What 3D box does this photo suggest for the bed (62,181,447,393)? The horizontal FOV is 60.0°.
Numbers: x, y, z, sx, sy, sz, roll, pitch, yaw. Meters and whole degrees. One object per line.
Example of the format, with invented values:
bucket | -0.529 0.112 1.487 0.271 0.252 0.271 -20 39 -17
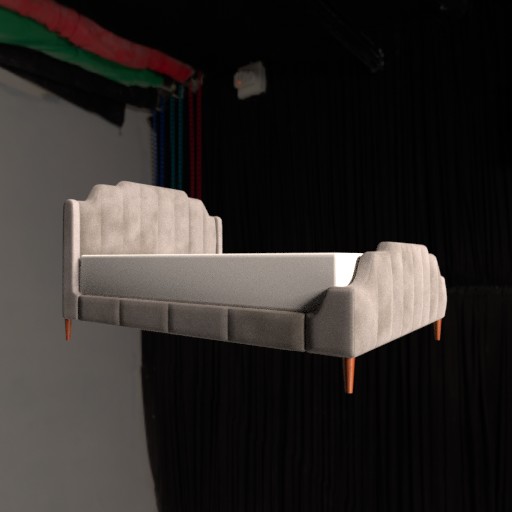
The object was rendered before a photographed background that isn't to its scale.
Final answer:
bed | 0.000 0.000 3.283 2.340 1.245 1.676 0 0 36
